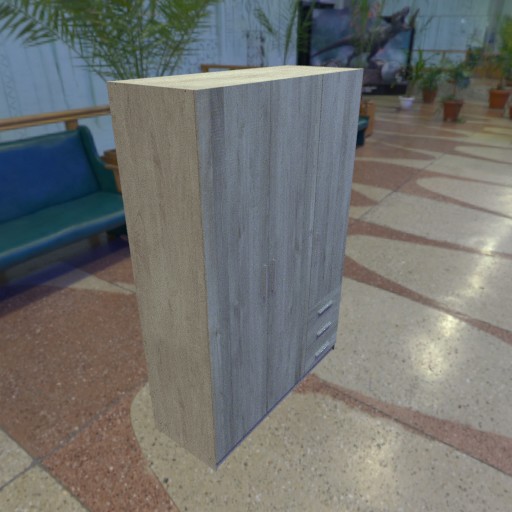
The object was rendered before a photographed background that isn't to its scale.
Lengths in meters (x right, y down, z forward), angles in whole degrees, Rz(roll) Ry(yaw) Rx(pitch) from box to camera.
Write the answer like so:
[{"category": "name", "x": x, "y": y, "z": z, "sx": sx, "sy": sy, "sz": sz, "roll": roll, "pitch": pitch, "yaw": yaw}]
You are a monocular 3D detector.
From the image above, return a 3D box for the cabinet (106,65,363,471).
[{"category": "cabinet", "x": 0.000, "y": 0.000, "z": 2.509, "sx": 0.510, "sy": 1.910, "sz": 1.290, "roll": 19, "pitch": 32, "yaw": 33}]
